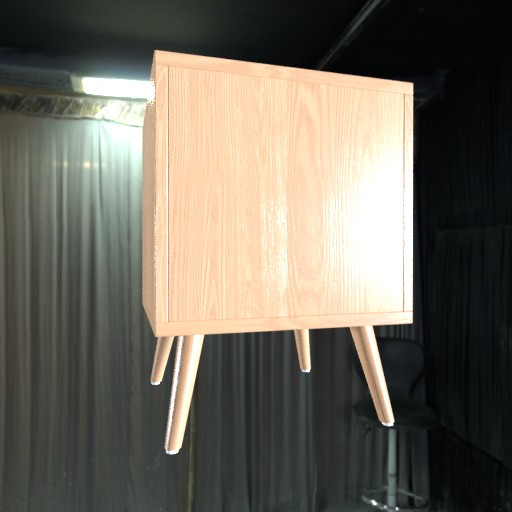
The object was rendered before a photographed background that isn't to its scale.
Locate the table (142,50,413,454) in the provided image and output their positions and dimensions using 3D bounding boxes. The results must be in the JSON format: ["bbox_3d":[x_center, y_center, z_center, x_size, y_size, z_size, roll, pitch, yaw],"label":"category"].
[{"bbox_3d":[0.000,0.000,0.837,0.400,0.550,0.400,0,0,-17],"label":"table"}]
